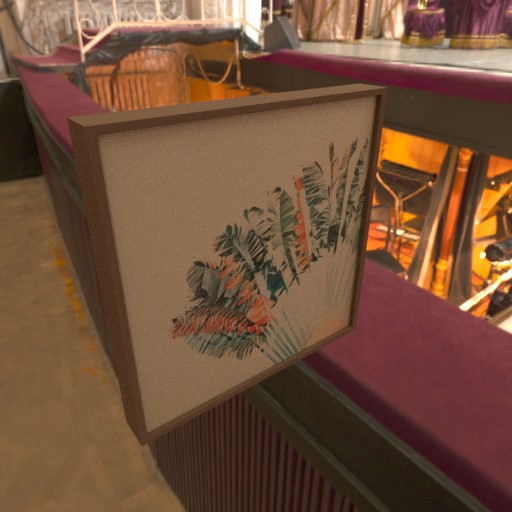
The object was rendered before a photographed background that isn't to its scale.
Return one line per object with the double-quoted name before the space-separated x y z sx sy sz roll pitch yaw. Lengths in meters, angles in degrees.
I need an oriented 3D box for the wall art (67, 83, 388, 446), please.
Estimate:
"wall art" 0.000 0.000 0.451 0.304 0.303 0.038 -20 34 -32
